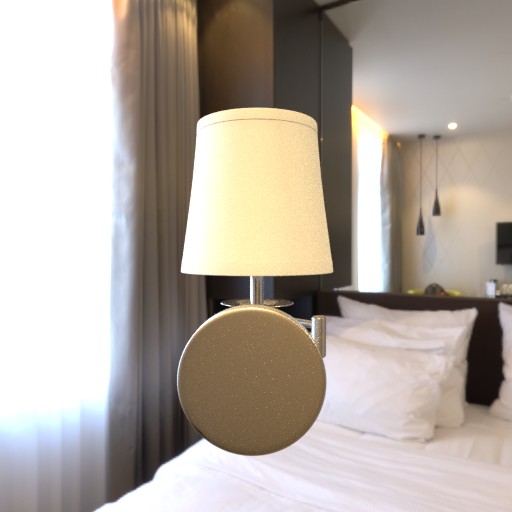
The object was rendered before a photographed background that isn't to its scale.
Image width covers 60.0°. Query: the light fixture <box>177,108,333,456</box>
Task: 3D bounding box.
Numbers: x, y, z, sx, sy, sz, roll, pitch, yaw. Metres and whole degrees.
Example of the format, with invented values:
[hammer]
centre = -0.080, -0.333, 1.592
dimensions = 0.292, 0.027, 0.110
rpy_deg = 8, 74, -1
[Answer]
[light fixture]
centre = 0.000, 0.000, 0.597
dimensions = 0.223, 0.381, 0.348
rpy_deg = 0, 1, 1
